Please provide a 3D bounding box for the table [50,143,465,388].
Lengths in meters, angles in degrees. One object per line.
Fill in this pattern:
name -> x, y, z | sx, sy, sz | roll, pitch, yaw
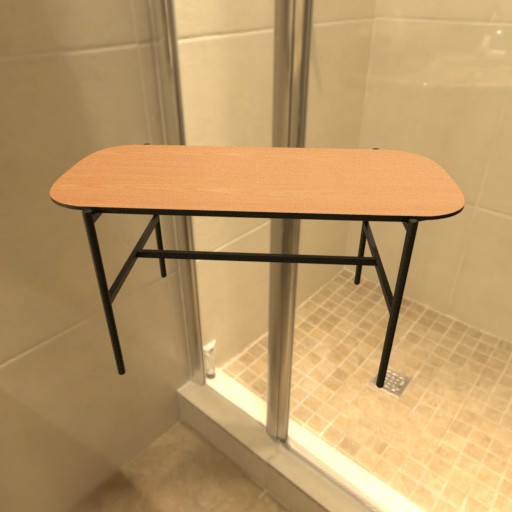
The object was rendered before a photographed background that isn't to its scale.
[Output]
table -> 0.000, 0.000, 1.028 | 0.800, 0.400, 0.400 | 2, 31, 3
